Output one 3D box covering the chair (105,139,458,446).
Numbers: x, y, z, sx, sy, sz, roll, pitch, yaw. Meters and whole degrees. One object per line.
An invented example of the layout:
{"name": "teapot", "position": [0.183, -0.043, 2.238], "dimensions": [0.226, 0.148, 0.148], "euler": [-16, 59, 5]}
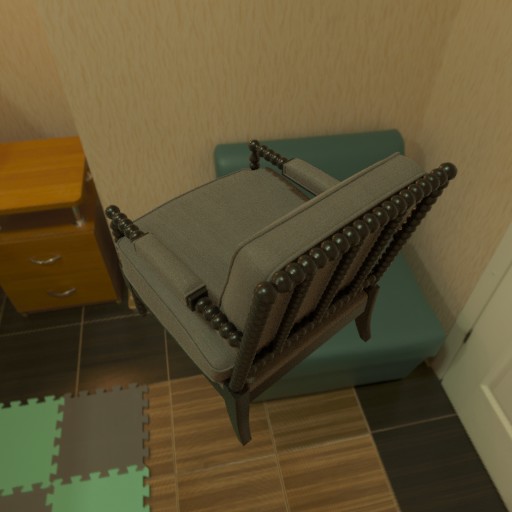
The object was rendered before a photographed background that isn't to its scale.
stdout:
{"name": "chair", "position": [0.000, 0.000, 1.120], "dimensions": [0.540, 0.661, 0.622], "euler": [-32, 54, -27]}
